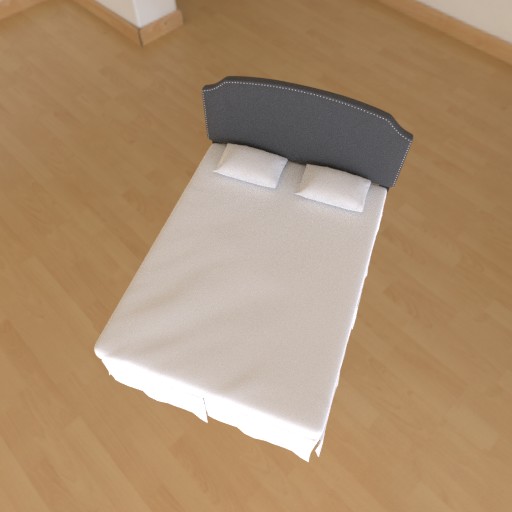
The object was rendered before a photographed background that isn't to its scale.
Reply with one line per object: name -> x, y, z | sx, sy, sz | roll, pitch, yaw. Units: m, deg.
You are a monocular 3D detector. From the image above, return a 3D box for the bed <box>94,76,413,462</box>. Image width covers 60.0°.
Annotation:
bed -> 0.000, 0.000, 2.973 | 1.558, 1.270, 1.999 | 17, 60, 10
